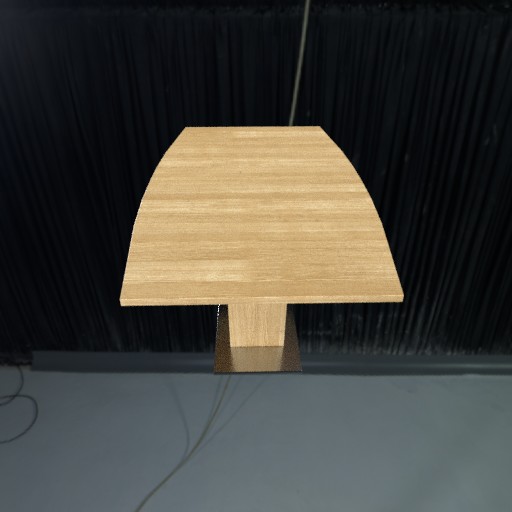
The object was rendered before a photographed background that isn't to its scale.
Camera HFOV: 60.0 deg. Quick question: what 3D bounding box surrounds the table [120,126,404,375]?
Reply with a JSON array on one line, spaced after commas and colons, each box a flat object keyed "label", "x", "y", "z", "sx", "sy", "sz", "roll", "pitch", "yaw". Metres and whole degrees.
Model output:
[{"label": "table", "x": 0.000, "y": 0.000, "z": 2.079, "sx": 0.900, "sy": 0.748, "sz": 1.598, "roll": -1, "pitch": 32, "yaw": -1}]
